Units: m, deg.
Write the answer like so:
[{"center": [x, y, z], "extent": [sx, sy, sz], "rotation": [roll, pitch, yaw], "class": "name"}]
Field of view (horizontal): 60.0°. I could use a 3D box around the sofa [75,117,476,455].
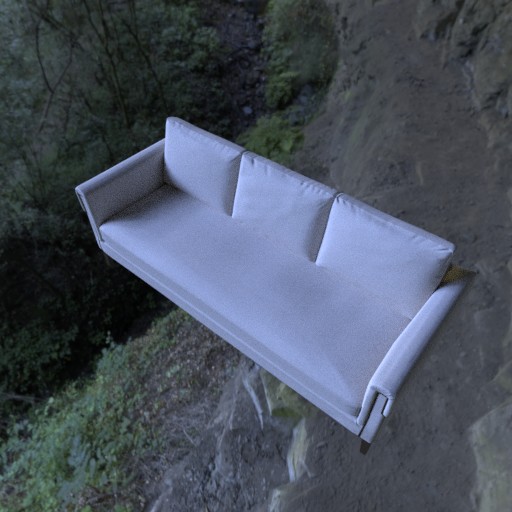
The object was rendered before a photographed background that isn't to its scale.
[{"center": [0.000, 0.000, 2.643], "extent": [2.198, 0.911, 0.902], "rotation": [31, 53, 26], "class": "sofa"}]
